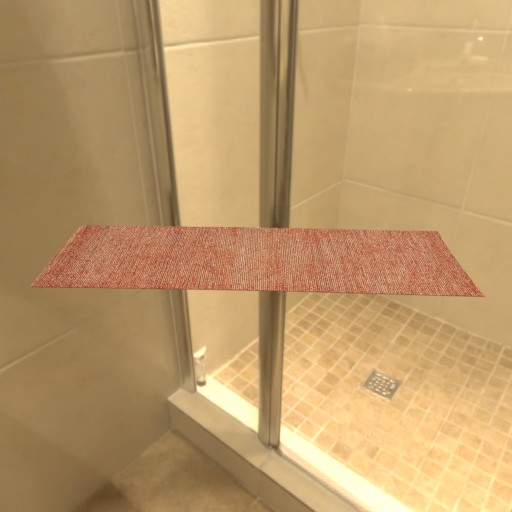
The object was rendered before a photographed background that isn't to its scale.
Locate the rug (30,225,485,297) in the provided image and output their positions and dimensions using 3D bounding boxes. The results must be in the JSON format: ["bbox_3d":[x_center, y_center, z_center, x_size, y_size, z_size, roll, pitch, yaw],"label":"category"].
[{"bbox_3d":[0.000,0.000,2.593,2.353,0.013,0.718,1,31,2],"label":"rug"}]
